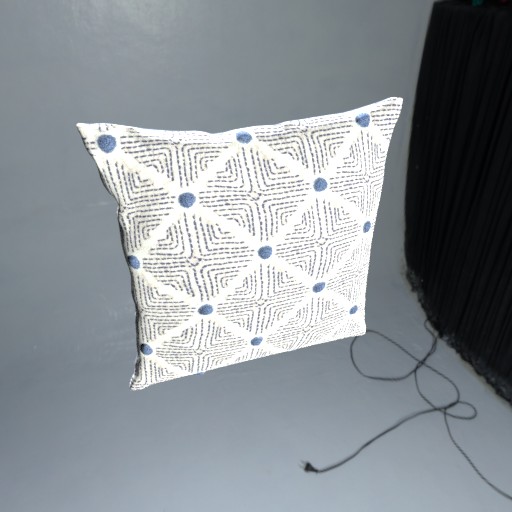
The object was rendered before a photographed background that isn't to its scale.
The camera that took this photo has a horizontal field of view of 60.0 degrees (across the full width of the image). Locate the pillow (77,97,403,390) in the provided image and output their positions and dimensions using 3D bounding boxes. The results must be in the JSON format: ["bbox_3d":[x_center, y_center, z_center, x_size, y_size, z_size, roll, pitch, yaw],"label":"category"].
[{"bbox_3d":[0.000,0.000,0.786,0.510,0.510,0.145,-10,33,-15],"label":"pillow"}]
